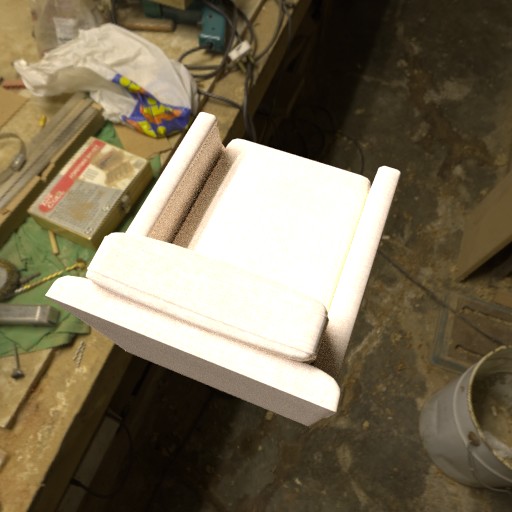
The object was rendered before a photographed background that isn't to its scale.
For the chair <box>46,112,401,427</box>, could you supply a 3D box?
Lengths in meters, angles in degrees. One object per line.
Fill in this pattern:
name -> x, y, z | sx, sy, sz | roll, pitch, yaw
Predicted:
chair -> 0.000, 0.000, 1.713 | 0.838, 0.940, 1.041 | 19, 64, 10
